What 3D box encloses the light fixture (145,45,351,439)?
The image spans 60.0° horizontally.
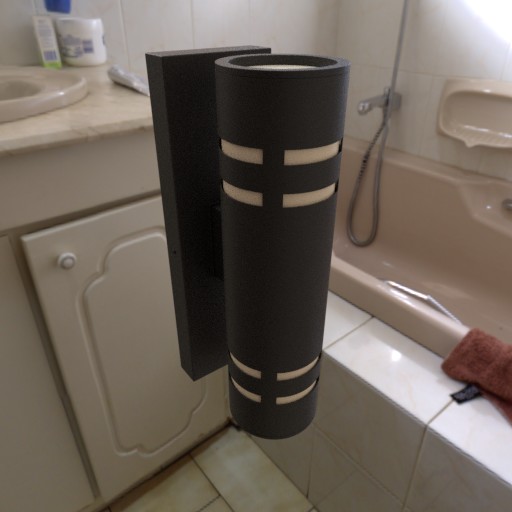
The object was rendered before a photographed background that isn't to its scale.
[{"bbox_3d":[0.000,0.000,0.401,0.105,0.330,0.149,-21,36,-31],"label":"light fixture"}]
